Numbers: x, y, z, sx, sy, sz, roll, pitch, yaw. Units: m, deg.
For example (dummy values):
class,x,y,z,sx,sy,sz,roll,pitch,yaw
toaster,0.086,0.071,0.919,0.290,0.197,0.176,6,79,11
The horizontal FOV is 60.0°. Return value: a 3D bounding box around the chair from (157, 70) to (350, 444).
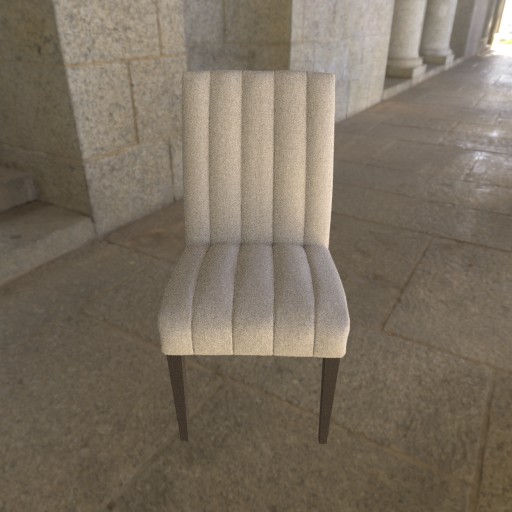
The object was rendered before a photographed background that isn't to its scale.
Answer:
class,x,y,z,sx,sy,sz,roll,pitch,yaw
chair,0.000,0.000,1.384,0.511,1.016,0.647,1,29,1
